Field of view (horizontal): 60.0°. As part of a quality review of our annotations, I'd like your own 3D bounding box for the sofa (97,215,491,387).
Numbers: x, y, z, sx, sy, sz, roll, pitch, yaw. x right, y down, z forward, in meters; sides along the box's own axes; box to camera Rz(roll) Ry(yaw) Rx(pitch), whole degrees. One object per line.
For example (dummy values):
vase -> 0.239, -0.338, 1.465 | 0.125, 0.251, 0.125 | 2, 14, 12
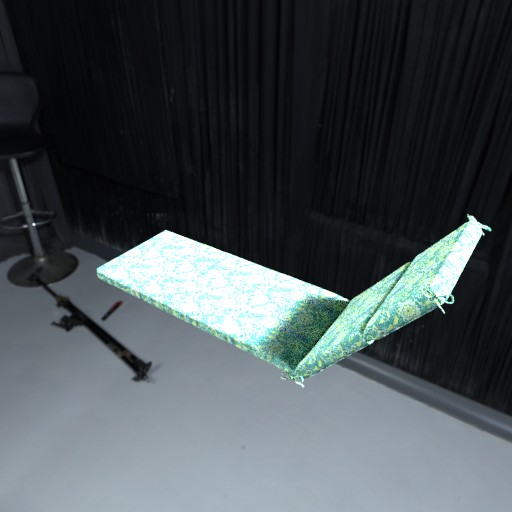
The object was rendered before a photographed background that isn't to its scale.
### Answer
sofa -> 0.000, 0.000, 1.930 | 1.663, 0.622, 0.582 | 20, 37, 29
